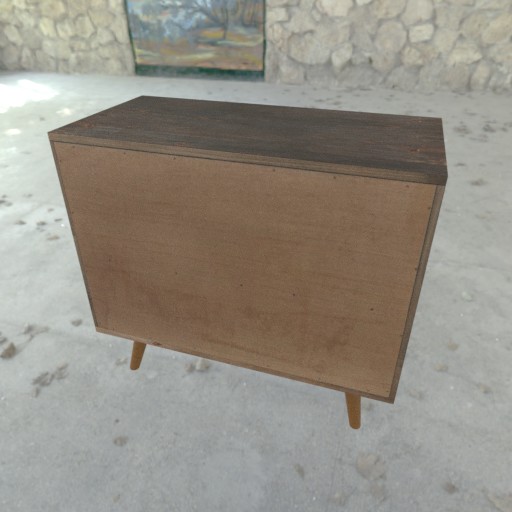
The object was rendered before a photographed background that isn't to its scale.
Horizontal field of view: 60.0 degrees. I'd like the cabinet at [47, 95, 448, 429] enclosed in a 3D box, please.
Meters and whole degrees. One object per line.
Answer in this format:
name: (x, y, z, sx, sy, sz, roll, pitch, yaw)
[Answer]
cabinet: (0.000, 0.000, 1.513, 1.023, 0.897, 0.529, 10, 33, 15)
